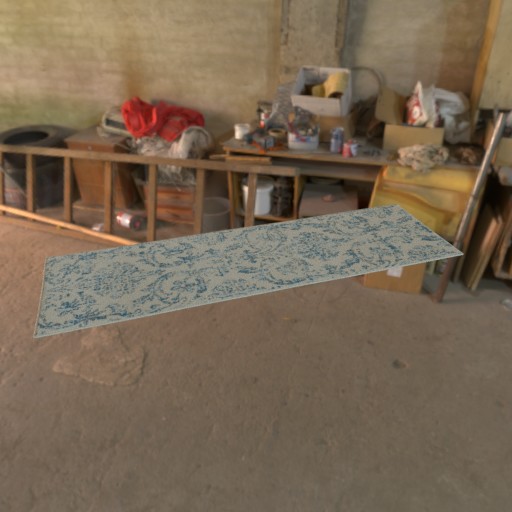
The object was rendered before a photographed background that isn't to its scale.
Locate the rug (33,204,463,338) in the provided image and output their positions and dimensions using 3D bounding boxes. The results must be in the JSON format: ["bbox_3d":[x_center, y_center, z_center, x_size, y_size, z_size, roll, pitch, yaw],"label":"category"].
[{"bbox_3d":[0.000,0.000,2.428,2.196,0.011,0.662,-10,34,-15],"label":"rug"}]
